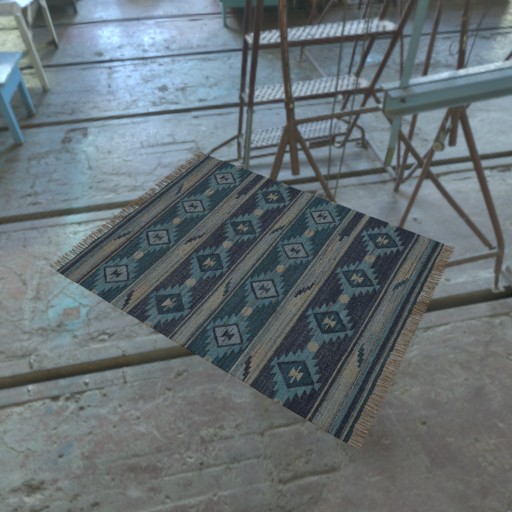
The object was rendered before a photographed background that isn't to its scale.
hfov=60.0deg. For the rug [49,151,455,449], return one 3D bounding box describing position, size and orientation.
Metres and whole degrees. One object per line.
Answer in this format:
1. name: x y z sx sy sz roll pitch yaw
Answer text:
1. rug: 0.000 0.000 4.423 3.307 0.047 2.418 25 51 22
